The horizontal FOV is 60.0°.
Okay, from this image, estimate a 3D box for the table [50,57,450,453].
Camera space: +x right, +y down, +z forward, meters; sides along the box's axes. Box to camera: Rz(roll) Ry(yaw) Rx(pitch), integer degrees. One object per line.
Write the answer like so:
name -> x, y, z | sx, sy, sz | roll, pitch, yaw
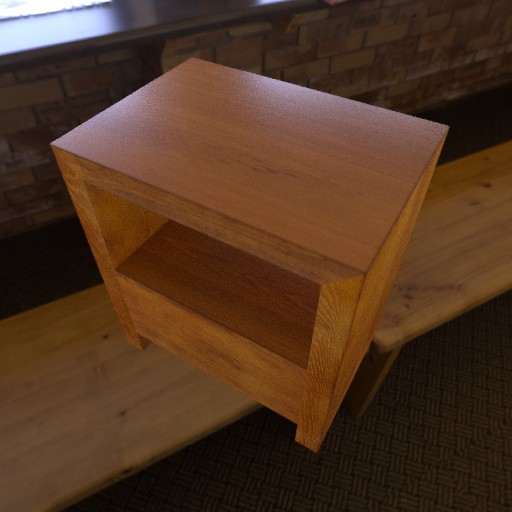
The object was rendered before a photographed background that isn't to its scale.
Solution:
table -> 0.000, 0.000, 0.970 | 0.550, 0.605, 0.400 | 24, 51, 20
